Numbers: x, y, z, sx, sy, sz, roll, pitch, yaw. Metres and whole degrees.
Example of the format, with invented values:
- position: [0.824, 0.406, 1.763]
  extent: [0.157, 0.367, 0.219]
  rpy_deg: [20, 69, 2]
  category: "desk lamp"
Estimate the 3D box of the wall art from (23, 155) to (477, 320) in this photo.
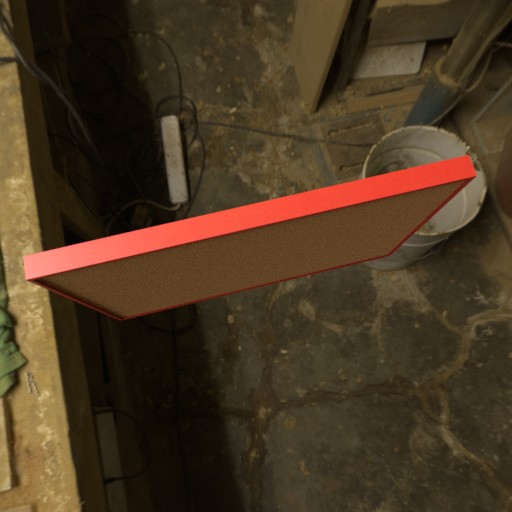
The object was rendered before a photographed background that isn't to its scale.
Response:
- position: [0.000, 0.000, 0.778]
  extent: [0.607, 0.405, 0.033]
  rpy_deg: [-13, 75, -4]
  category: "wall art"
